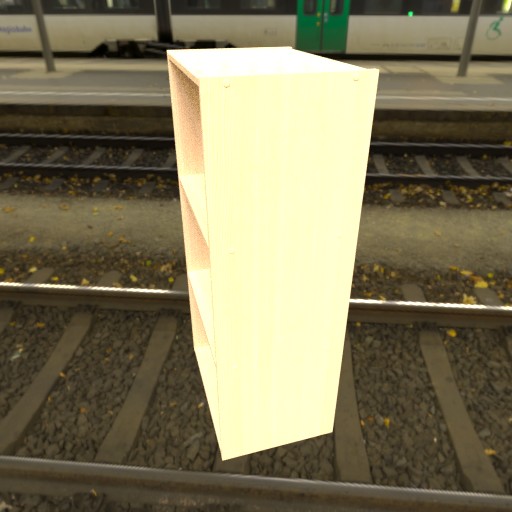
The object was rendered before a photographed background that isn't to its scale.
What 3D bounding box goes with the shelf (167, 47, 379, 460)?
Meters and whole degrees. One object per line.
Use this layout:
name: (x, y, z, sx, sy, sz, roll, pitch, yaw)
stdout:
shelf: (0.000, 0.000, 1.070, 0.292, 0.876, 0.417, -8, 31, -14)
